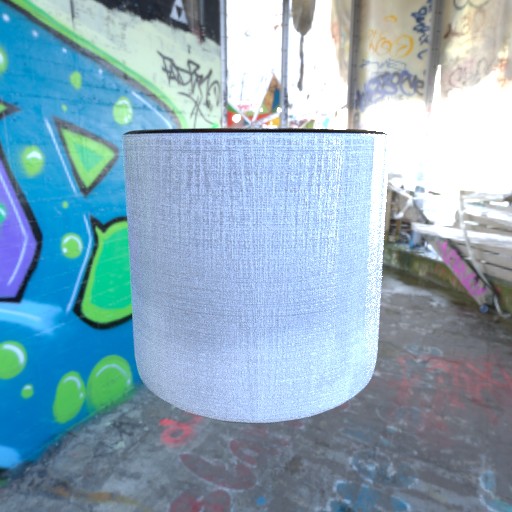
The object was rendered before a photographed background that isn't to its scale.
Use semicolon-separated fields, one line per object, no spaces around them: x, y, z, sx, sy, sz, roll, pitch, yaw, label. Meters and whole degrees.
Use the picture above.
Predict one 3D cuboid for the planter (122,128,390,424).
0.000;0.000;0.289;0.160;0.156;0.160;0;14;0;planter
